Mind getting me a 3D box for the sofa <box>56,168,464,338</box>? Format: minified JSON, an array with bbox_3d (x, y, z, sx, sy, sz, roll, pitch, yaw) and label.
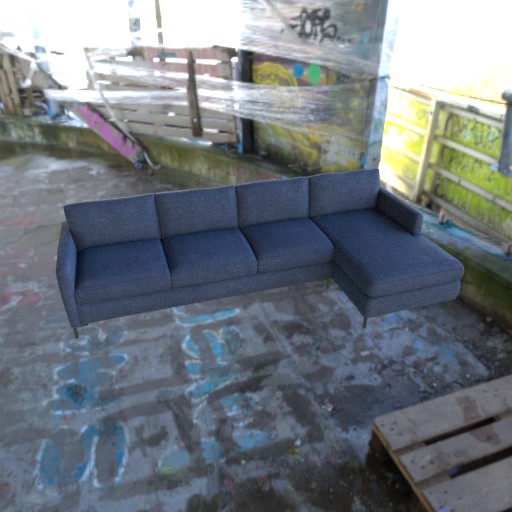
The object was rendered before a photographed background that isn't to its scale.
[{"bbox_3d":[0.000,0.000,3.510,2.932,0.810,1.350,-9,32,-15],"label":"sofa"}]
